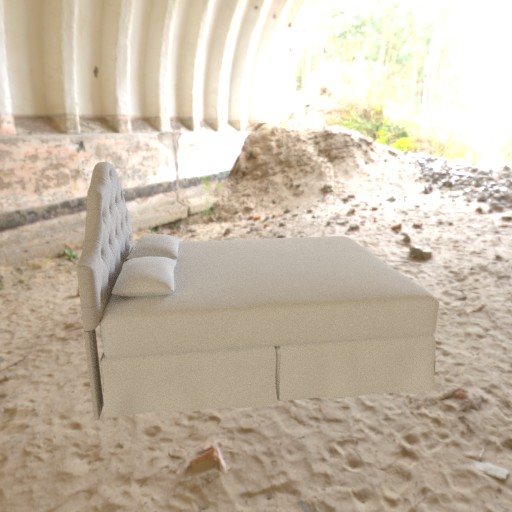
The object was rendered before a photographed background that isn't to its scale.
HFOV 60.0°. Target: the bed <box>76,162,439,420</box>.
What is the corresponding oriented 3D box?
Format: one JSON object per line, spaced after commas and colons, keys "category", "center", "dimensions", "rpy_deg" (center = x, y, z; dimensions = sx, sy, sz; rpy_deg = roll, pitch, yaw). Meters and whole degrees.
{"category": "bed", "center": [0.000, 0.000, 3.828], "dimensions": [2.477, 1.617, 2.039], "rpy_deg": [-2, 16, -8]}
